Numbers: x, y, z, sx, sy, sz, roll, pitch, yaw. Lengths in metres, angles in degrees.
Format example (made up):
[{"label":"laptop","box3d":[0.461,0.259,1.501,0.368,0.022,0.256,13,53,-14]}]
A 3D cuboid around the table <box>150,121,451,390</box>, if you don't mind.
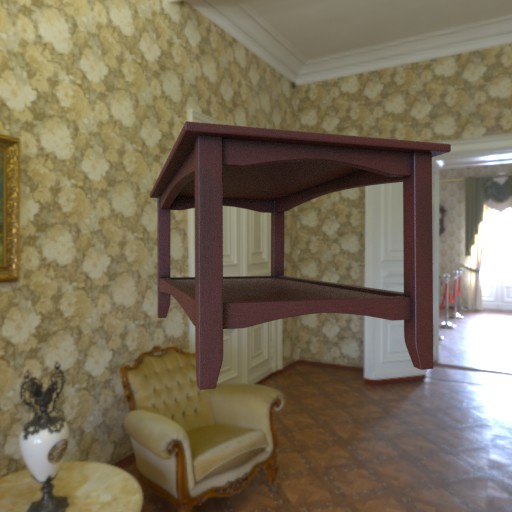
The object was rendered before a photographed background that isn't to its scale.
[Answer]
[{"label":"table","box3d":[0.000,0.000,1.264,0.533,0.456,0.943,0,0,-17]}]
